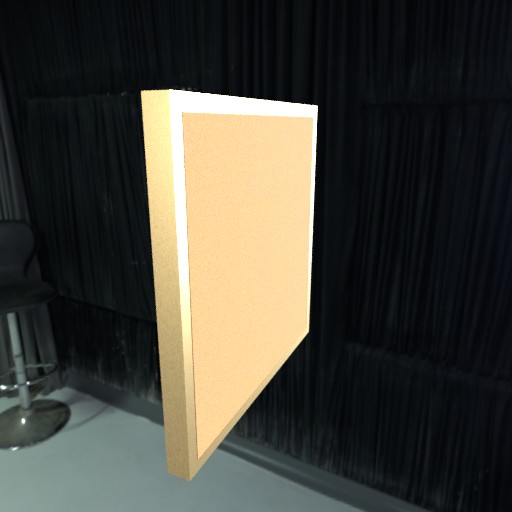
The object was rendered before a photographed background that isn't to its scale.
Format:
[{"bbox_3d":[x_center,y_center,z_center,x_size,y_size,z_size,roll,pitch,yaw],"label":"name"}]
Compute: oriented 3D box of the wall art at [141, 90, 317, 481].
[{"bbox_3d":[0.000,0.000,1.941,0.095,1.284,1.284,8,18,24],"label":"wall art"}]
